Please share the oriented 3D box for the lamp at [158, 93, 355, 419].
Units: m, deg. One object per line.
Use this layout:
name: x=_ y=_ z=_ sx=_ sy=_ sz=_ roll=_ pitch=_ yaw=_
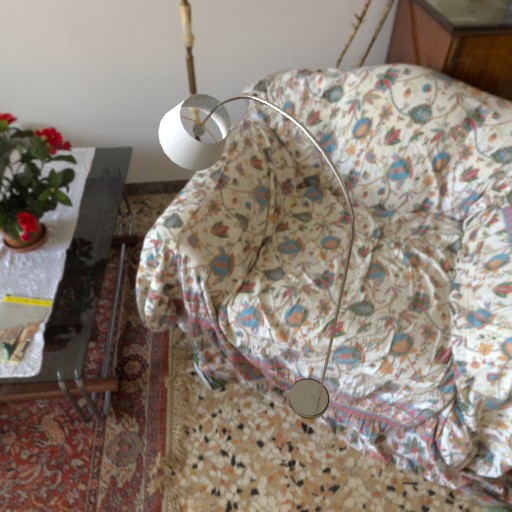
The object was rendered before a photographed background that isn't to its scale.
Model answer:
lamp: x=0.000 y=0.000 z=2.760 sx=0.406 sy=2.098 sz=1.445 roll=-33 pitch=54 yaw=-28
